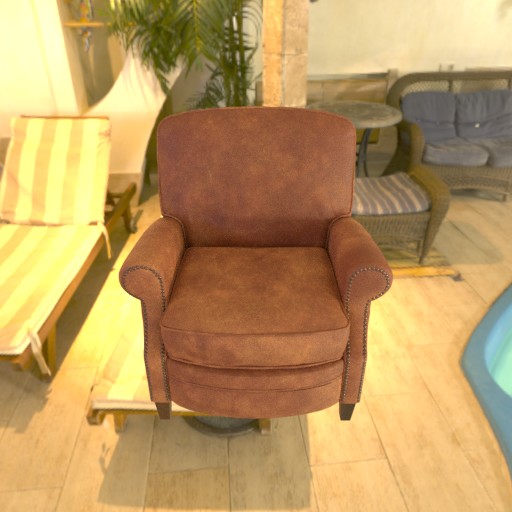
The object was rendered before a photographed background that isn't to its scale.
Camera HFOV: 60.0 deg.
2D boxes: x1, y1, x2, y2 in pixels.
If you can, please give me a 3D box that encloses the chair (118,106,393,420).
[{"bbox_3d":[0.000,0.000,1.765,0.936,1.018,0.986,0,31,0],"label":"chair"}]
